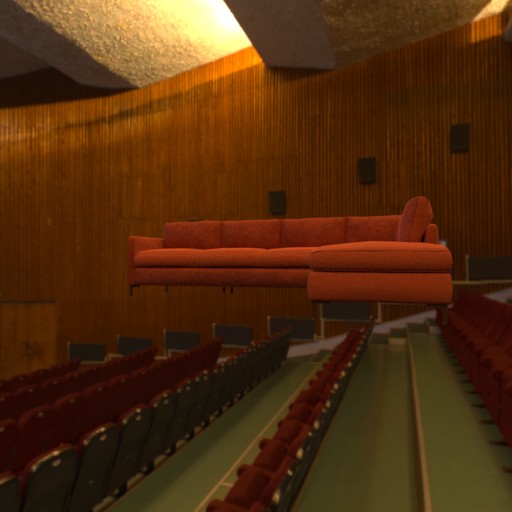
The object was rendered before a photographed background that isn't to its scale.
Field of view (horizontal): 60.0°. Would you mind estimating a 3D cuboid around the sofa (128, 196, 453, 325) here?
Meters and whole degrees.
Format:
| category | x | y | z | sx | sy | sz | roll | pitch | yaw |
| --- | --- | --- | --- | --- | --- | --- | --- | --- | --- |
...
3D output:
| category | x | y | z | sx | sy | sz | roll | pitch | yaw |
| --- | --- | --- | --- | --- | --- | --- | --- | --- | --- |
| sofa | 0.000 | 0.000 | 3.598 | 2.736 | 0.757 | 1.879 | 0 | -1 | 17 |
